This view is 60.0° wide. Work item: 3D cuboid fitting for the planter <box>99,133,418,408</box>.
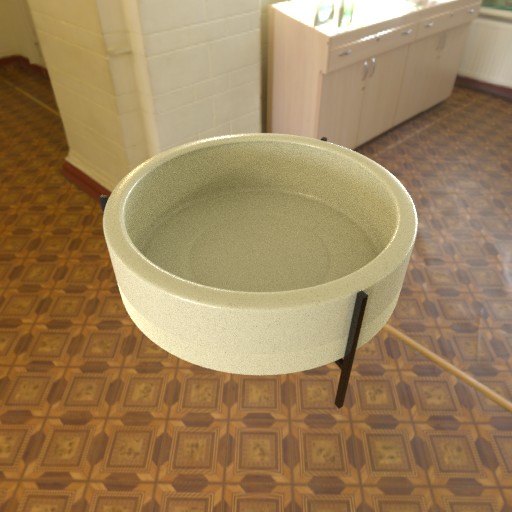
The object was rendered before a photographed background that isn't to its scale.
[{"bbox_3d":[0.000,0.000,0.541,0.345,0.171,0.336,0,40,0],"label":"planter"}]
